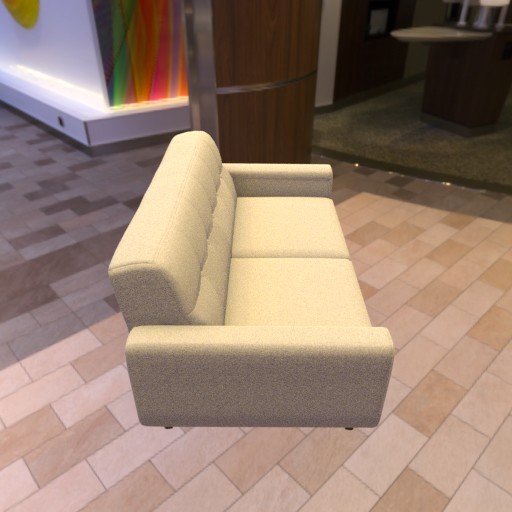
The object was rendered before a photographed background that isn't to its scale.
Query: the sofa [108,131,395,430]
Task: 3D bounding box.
[{"bbox_3d":[0.000,0.000,2.256,0.980,0.892,1.655,0,33,0],"label":"sofa"}]
